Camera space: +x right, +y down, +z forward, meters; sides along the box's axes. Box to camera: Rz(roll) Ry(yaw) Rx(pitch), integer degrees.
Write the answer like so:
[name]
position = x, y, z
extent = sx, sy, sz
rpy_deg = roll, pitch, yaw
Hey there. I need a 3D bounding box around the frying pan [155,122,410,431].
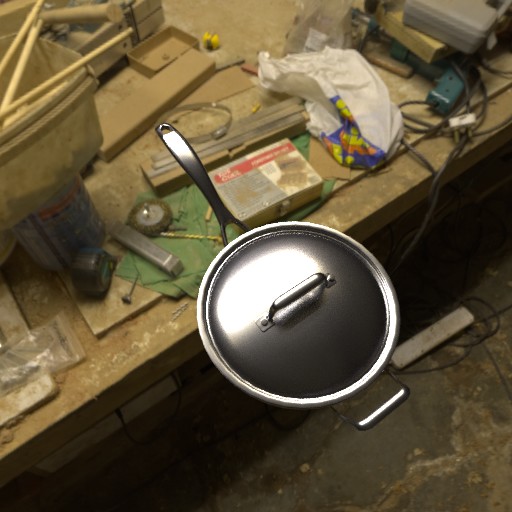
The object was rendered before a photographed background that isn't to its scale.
[frying pan]
position = 0.000, 0.000, 0.663
extent = 0.280, 0.114, 0.561
rpy_deg = -31, 64, -17
